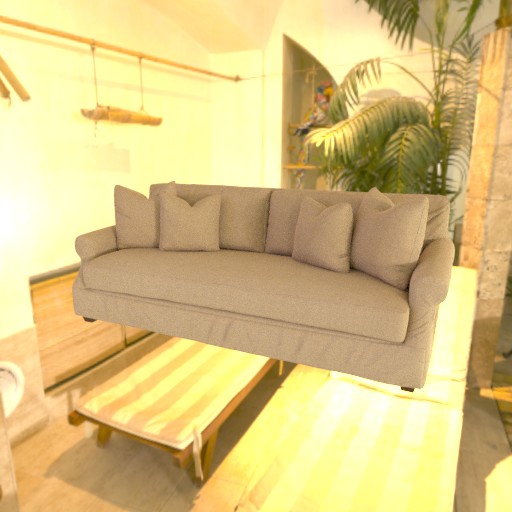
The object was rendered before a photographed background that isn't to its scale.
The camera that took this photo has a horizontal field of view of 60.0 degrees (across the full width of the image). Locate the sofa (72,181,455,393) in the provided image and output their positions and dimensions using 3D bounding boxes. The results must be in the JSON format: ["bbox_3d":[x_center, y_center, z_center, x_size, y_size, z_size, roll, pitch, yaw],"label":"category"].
[{"bbox_3d":[0.000,0.000,2.815,2.285,0.904,1.067,7,16,24],"label":"sofa"}]
